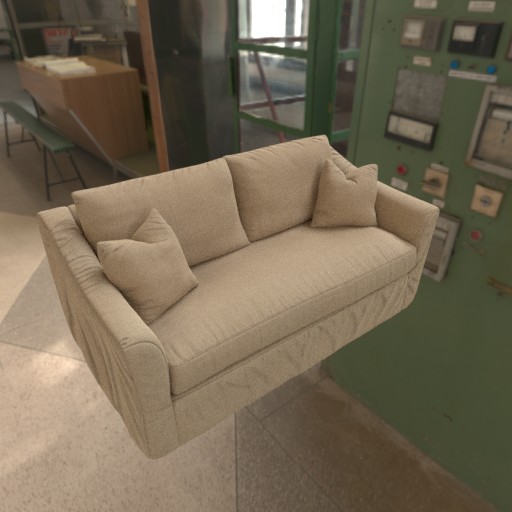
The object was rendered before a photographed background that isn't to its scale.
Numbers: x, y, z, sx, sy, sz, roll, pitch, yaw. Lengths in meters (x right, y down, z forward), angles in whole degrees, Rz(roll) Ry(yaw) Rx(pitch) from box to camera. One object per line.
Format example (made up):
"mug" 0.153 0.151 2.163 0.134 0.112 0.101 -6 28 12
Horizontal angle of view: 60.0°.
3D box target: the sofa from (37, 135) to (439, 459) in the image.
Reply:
"sofa" 0.000 0.000 2.562 2.010 1.018 1.072 -22 38 -31
